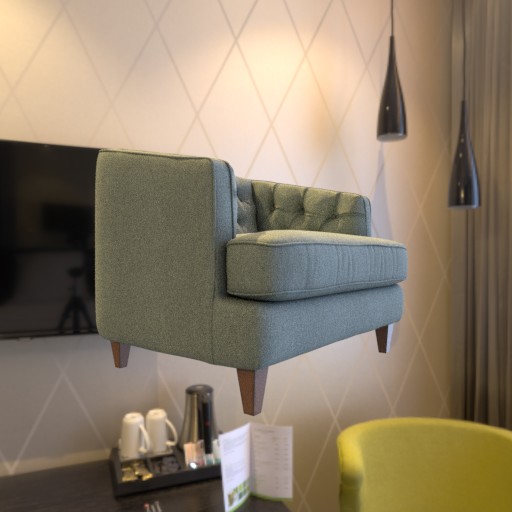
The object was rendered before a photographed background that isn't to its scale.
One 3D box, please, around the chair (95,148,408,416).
[{"bbox_3d":[0.000,0.000,1.795,0.945,0.852,1.094,0,0,38],"label":"chair"}]
